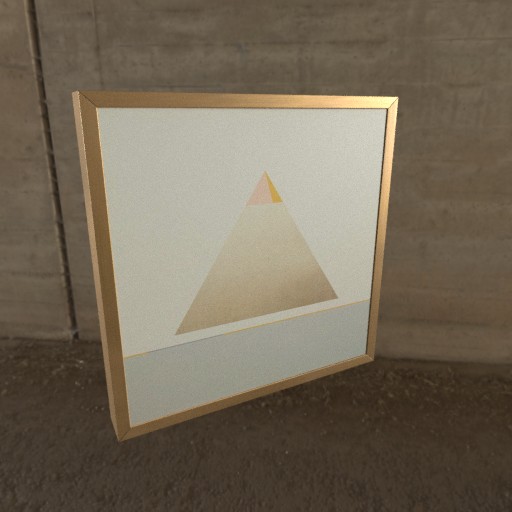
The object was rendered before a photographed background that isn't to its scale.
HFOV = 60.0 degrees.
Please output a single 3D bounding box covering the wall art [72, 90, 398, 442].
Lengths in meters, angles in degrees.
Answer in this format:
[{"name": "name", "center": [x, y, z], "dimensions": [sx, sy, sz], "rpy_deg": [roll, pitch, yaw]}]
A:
[{"name": "wall art", "center": [0.000, 0.000, 0.444], "dimensions": [0.305, 0.303, 0.038], "rpy_deg": [-9, 20, -26]}]
